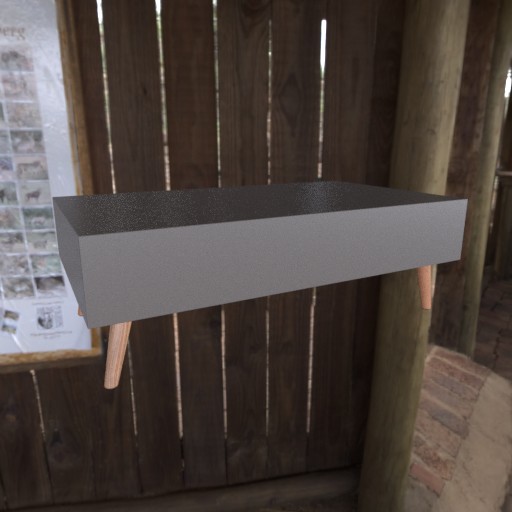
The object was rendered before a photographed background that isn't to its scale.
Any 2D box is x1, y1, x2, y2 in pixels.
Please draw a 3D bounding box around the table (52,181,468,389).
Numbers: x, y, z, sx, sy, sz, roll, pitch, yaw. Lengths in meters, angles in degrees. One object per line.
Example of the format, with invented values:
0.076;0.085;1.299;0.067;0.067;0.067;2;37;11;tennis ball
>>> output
0.000;0.000;1.534;1.201;0.404;0.703;-8;17;-27;table
